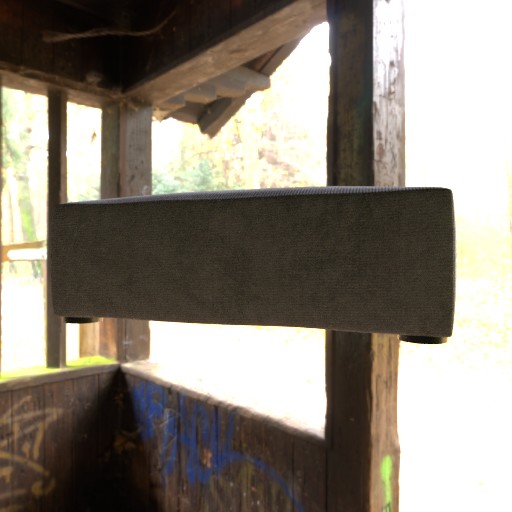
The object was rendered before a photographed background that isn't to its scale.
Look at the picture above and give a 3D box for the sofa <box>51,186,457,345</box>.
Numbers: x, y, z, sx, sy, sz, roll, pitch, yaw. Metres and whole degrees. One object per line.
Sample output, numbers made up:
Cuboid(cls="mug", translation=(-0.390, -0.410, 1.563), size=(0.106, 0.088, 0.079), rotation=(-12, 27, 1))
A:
Cuboid(cls="sofa", translation=(0.000, 0.000, 1.172), size=(0.930, 0.330, 0.480), rotation=(0, 0, 18))
